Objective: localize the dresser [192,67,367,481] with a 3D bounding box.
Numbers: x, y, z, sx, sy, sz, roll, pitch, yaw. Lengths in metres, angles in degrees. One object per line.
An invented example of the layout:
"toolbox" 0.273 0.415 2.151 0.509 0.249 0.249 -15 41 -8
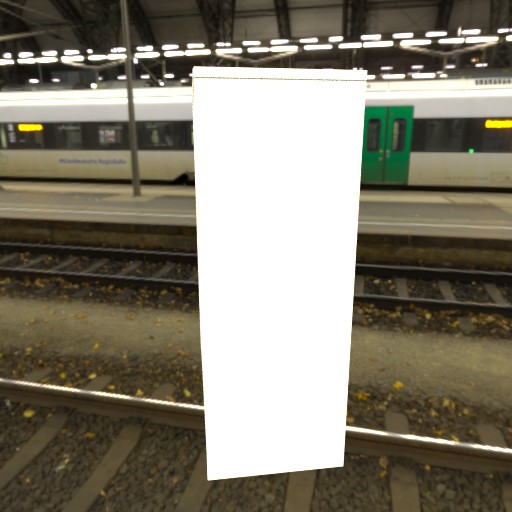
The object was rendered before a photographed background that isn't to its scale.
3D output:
"dresser" 0.000 0.000 1.465 0.380 1.040 0.800 -2 15 -8
